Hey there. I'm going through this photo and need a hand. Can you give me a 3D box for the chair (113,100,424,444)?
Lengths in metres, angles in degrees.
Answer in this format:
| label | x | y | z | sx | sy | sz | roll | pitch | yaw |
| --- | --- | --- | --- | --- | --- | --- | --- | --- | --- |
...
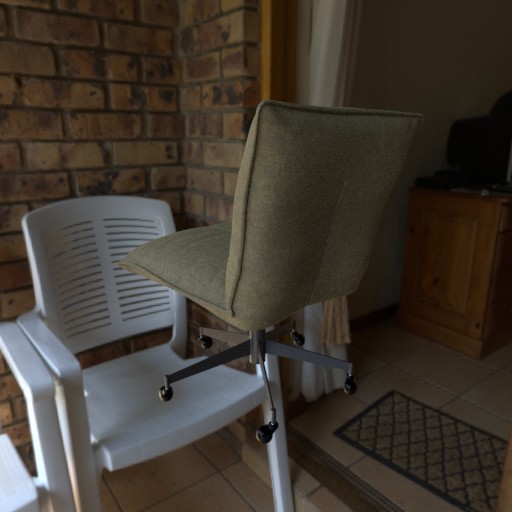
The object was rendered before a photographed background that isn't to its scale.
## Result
| label | x | y | z | sx | sy | sz | roll | pitch | yaw |
| --- | --- | --- | --- | --- | --- | --- | --- | --- | --- |
| chair | 0.000 | 0.000 | 1.305 | 0.597 | 0.811 | 0.696 | -14 | 21 | -41 |
